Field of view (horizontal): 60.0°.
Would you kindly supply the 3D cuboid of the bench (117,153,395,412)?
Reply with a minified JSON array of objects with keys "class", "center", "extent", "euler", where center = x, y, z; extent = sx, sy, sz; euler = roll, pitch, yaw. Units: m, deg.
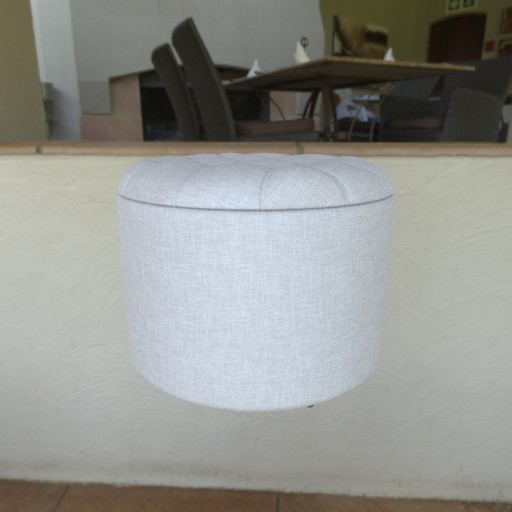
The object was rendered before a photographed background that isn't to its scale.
[{"class":"bench","center":[0.000,0.000,1.033],"extent":[0.600,0.453,0.600],"euler":[0,16,0]}]
